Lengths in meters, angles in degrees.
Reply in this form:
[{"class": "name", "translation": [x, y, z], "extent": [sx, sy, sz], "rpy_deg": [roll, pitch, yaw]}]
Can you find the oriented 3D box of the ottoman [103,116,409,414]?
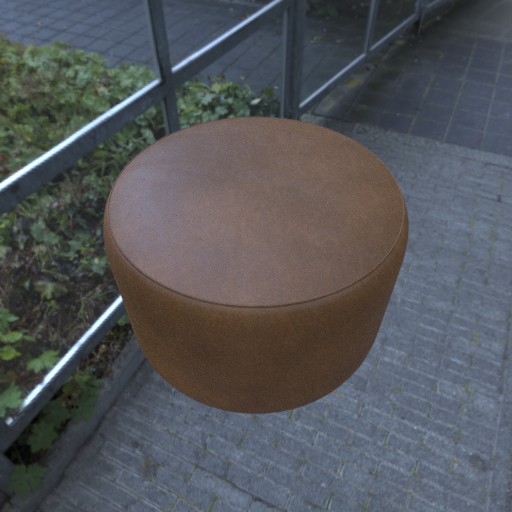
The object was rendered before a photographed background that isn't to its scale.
[{"class": "ottoman", "translation": [0.000, 0.000, 1.004], "extent": [0.607, 0.438, 0.607], "rpy_deg": [0, 46, 0]}]
